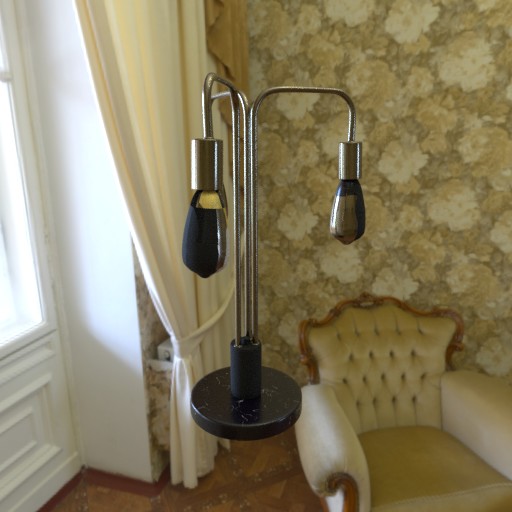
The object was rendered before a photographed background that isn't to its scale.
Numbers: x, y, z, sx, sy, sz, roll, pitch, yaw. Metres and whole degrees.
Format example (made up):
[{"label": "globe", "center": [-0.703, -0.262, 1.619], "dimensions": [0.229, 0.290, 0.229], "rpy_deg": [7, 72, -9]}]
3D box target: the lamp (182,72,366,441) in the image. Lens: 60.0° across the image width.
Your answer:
[{"label": "lamp", "center": [0.000, 0.000, 0.782], "dimensions": [0.355, 0.560, 0.368], "rpy_deg": [-7, 16, -25]}]
